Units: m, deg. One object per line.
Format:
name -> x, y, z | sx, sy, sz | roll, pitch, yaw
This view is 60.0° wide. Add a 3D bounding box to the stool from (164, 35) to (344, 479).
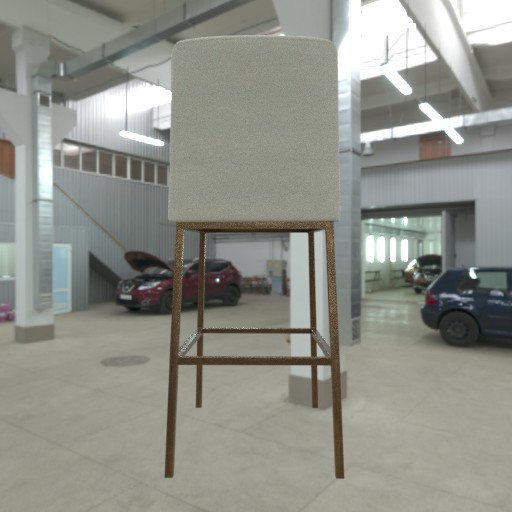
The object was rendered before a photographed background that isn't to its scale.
stool -> 0.000, 0.000, 1.342 | 0.462, 1.084, 0.546 | 0, 0, 1
